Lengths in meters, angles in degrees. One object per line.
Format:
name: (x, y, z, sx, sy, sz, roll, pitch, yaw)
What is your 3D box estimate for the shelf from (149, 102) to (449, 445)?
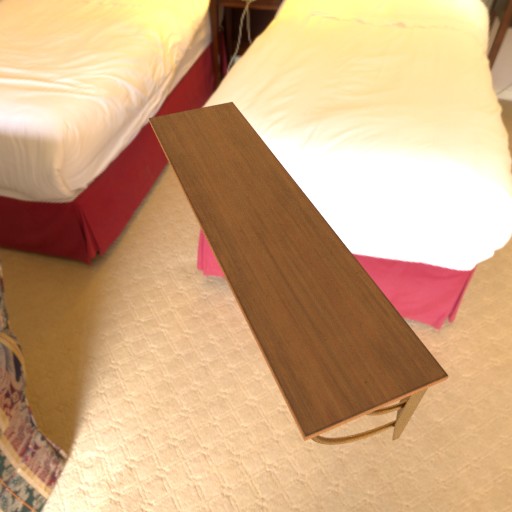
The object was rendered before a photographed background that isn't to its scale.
shelf: (0.000, 0.000, 0.705, 0.166, 0.190, 0.636, -17, 48, -15)
